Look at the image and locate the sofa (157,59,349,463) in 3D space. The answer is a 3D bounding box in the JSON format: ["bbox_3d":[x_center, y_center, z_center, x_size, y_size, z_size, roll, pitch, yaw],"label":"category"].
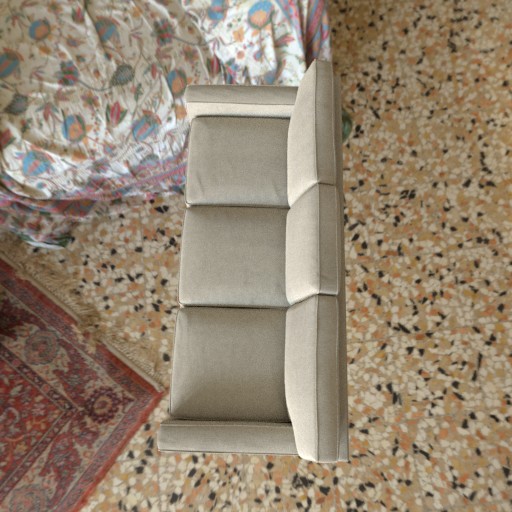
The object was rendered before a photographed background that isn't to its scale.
[{"bbox_3d":[0.000,0.000,2.556,0.936,0.862,2.093,2,76,0],"label":"sofa"}]
